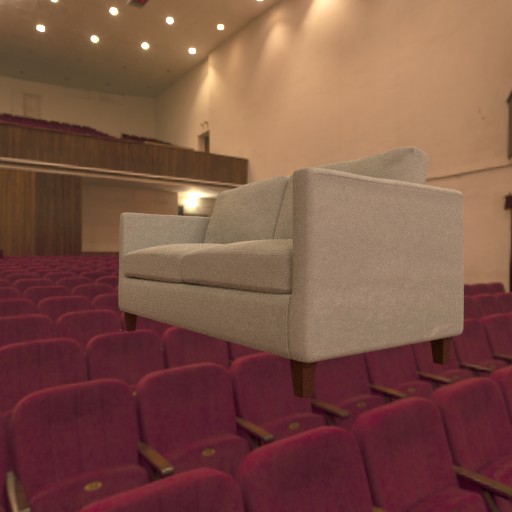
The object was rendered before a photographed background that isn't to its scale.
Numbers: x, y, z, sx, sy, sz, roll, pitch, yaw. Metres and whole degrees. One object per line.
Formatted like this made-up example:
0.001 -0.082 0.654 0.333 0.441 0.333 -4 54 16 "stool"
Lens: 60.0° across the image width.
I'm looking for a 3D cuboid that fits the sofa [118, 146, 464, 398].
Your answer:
0.000 0.000 2.431 0.950 0.963 1.884 0 0 -35 "sofa"
